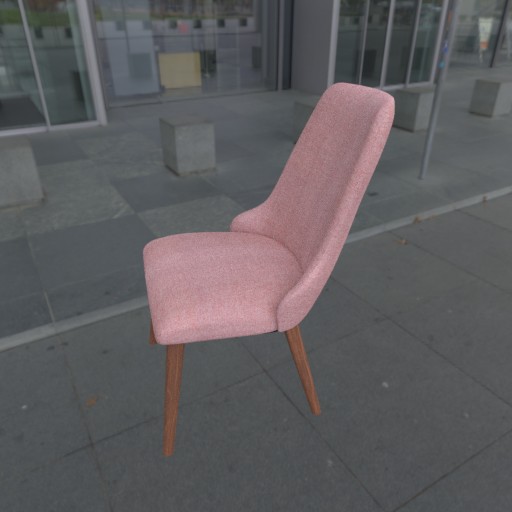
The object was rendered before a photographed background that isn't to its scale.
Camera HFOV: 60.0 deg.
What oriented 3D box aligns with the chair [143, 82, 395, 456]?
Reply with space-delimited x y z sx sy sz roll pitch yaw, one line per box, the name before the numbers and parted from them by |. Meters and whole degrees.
chair | 0.000 0.000 1.334 0.707 0.918 0.535 -8 31 -13
